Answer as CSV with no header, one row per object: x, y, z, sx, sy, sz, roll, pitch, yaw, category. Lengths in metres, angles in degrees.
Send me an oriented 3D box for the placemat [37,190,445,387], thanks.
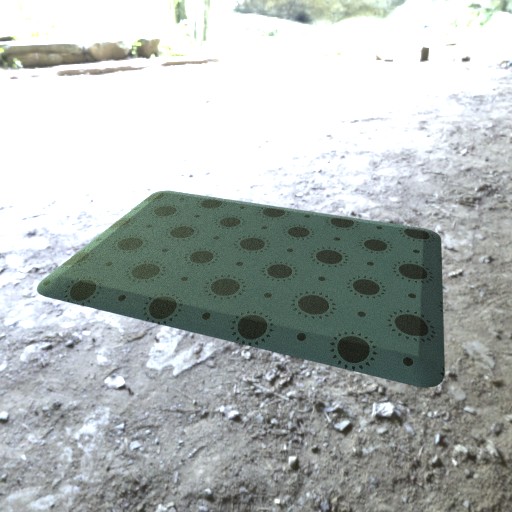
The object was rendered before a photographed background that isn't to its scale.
0.000,0.000,0.955,0.762,0.021,0.508,10,34,16,placemat
